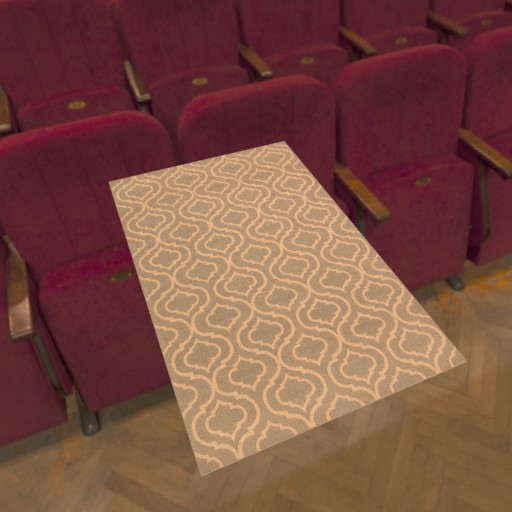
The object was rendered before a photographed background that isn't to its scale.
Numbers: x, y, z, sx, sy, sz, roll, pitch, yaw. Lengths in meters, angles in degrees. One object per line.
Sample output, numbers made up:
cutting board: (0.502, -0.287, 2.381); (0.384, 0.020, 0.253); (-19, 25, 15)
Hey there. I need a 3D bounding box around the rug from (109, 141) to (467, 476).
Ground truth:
rug: (0.000, 0.000, 2.209); (1.141, 0.015, 1.749); (-17, 50, -15)
